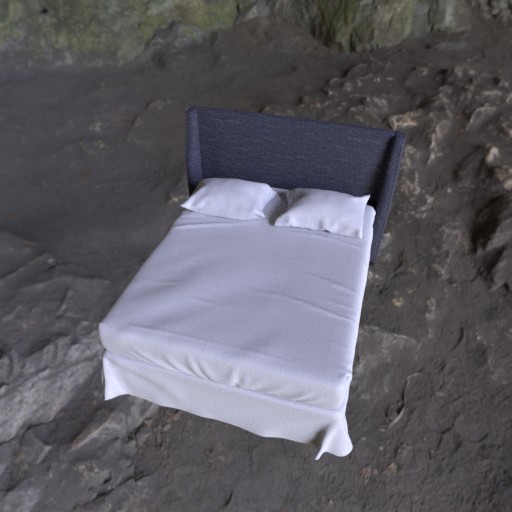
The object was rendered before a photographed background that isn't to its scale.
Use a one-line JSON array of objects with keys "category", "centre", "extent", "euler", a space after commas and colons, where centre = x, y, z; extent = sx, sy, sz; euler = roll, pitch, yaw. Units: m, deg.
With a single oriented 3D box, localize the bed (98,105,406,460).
[{"category": "bed", "centre": [0.000, 0.000, 3.451], "extent": [1.925, 1.332, 2.276], "euler": [11, 42, 12]}]
